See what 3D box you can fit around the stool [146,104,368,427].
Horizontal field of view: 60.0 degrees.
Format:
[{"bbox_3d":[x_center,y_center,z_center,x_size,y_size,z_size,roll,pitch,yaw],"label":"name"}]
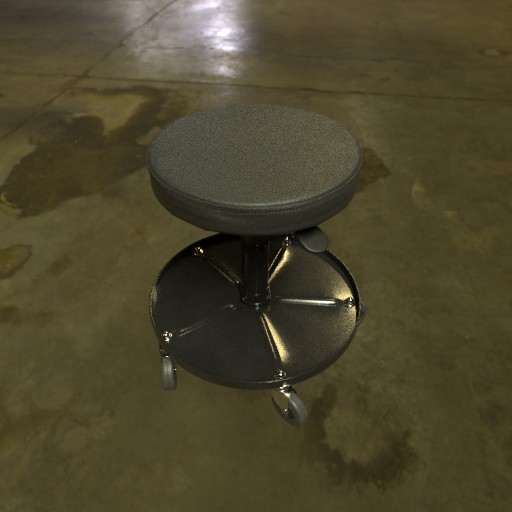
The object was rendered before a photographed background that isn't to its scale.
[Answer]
[{"bbox_3d":[0.000,0.000,0.675,0.381,0.365,0.382,-26,47,-26],"label":"stool"}]
